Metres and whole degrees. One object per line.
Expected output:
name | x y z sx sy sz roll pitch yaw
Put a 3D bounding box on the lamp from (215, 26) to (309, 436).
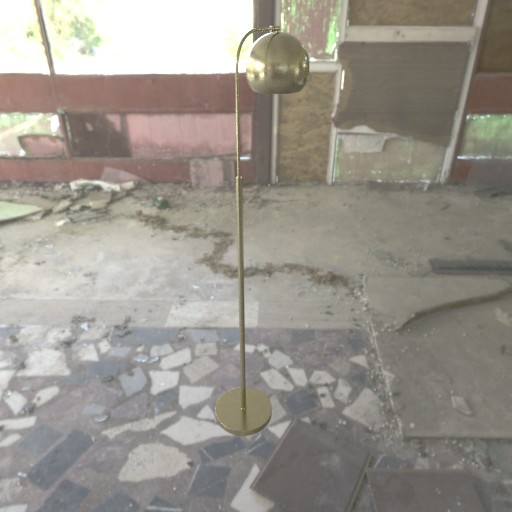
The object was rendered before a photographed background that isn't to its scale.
lamp | 0.000 0.000 1.662 0.250 1.526 0.431 21 35 32
